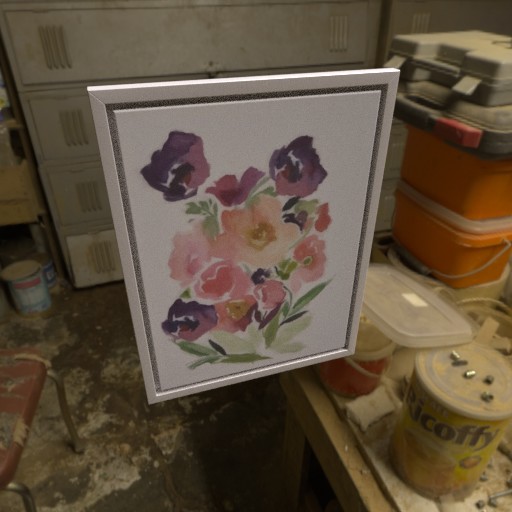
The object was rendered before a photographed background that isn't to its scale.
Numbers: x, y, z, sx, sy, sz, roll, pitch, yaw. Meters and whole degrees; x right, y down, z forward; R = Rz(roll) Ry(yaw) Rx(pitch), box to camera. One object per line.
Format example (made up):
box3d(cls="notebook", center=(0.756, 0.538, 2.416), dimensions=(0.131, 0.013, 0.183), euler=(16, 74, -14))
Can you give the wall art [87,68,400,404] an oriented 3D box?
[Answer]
box3d(cls="wall art", center=(0.000, 0.000, 1.391), dimensions=(0.805, 1.056, 0.042), euler=(-10, 34, -15))
